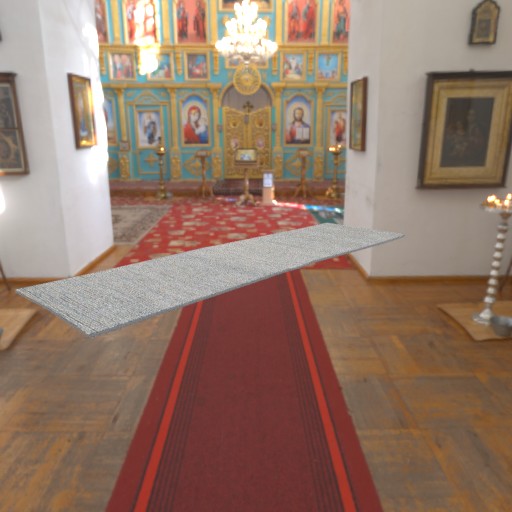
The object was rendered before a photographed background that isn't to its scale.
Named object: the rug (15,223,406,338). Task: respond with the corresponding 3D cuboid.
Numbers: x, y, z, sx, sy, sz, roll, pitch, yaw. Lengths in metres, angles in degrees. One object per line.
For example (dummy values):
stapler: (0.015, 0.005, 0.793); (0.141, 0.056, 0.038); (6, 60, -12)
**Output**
rug: (0.000, 0.000, 2.528); (0.675, 0.037, 2.341); (14, 20, 42)
